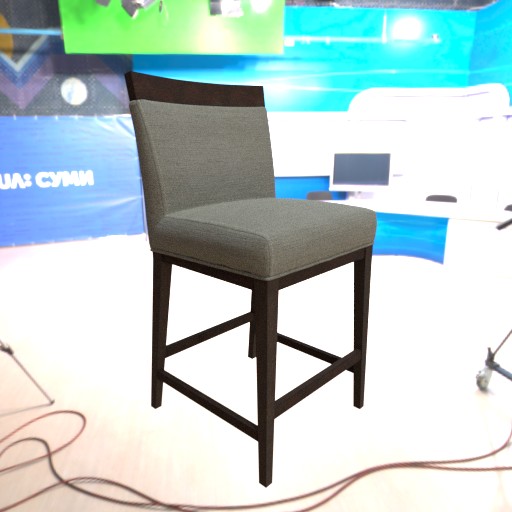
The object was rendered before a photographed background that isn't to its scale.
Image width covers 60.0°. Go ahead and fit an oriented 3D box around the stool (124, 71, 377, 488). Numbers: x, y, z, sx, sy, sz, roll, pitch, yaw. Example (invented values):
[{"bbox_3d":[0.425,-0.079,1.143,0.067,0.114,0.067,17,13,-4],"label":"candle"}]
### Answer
[{"bbox_3d":[0.000,0.000,1.312,0.531,1.009,0.512,14,21,41],"label":"stool"}]
